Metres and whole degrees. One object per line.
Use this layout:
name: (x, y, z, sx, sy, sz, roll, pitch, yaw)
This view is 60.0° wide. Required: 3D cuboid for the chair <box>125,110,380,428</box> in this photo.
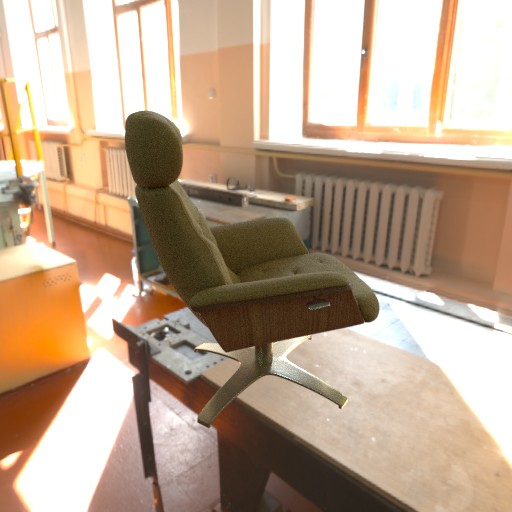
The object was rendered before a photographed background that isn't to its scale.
chair: (0.000, 0.000, 1.593, 0.837, 0.995, 0.785, -3, 18, -9)
